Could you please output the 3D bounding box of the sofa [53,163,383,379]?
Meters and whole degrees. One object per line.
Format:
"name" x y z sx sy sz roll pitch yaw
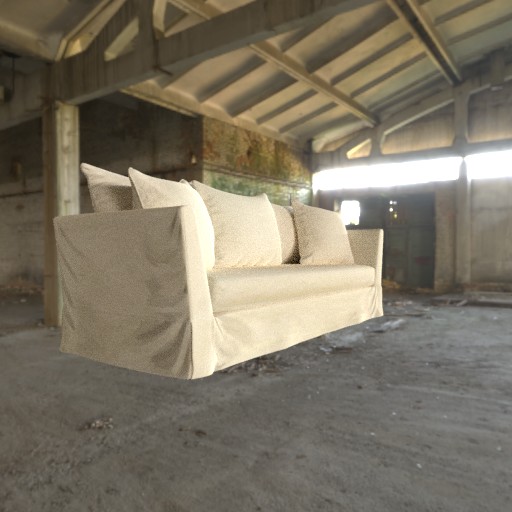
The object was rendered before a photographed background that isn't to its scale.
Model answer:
"sofa" 0.000 0.000 3.144 1.030 1.042 2.484 0 1 35
